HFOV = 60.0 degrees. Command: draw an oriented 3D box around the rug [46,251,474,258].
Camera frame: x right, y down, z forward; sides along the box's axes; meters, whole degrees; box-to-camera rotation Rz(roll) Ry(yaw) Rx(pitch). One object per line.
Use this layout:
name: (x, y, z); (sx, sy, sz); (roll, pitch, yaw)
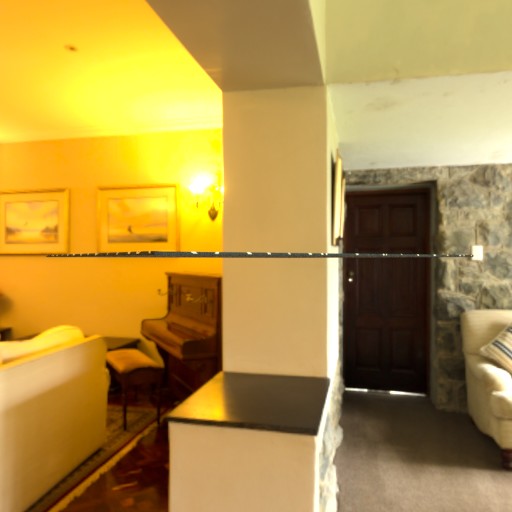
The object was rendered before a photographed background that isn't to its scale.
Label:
rug: (0.000, 0.000, 4.018); (3.047, 0.022, 2.439); (0, -1, -37)
